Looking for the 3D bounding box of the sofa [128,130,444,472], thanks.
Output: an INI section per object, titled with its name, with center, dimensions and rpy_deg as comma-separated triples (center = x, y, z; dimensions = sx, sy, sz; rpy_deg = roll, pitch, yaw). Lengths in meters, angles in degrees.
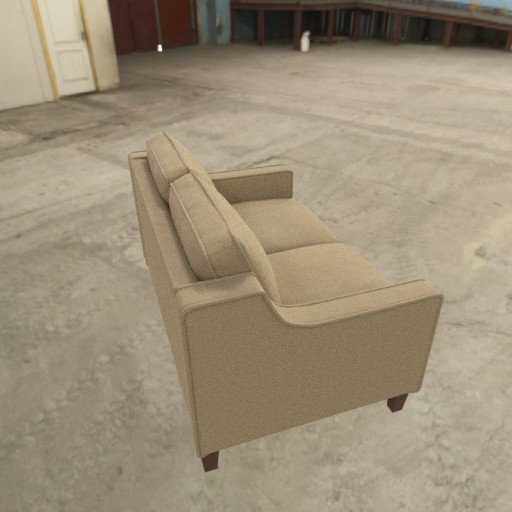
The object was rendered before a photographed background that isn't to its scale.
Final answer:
[sofa]
center = 0.000, 0.000, 2.167
dimensions = 0.987, 0.971, 1.501
rpy_deg = -10, 32, -17
